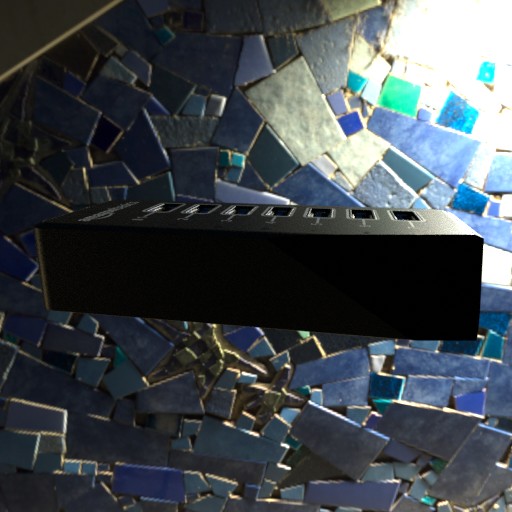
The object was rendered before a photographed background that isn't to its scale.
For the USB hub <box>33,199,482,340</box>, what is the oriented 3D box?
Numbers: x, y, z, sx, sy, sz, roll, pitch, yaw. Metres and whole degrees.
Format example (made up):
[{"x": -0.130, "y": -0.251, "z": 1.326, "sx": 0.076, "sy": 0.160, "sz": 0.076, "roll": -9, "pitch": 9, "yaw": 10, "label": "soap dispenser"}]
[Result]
[{"x": 0.000, "y": 0.000, "z": 0.125, "sx": 0.110, "sy": 0.023, "sz": 0.044, "roll": 3, "pitch": 16, "yaw": 10, "label": "USB hub"}]
